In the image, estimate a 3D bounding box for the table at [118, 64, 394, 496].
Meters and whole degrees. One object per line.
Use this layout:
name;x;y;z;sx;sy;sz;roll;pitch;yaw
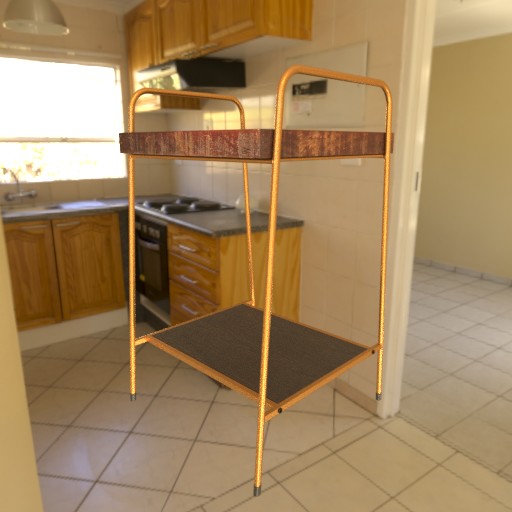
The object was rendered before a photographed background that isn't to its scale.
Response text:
table;0.000;0.000;0.974;0.430;0.710;0.430;14;20;43
